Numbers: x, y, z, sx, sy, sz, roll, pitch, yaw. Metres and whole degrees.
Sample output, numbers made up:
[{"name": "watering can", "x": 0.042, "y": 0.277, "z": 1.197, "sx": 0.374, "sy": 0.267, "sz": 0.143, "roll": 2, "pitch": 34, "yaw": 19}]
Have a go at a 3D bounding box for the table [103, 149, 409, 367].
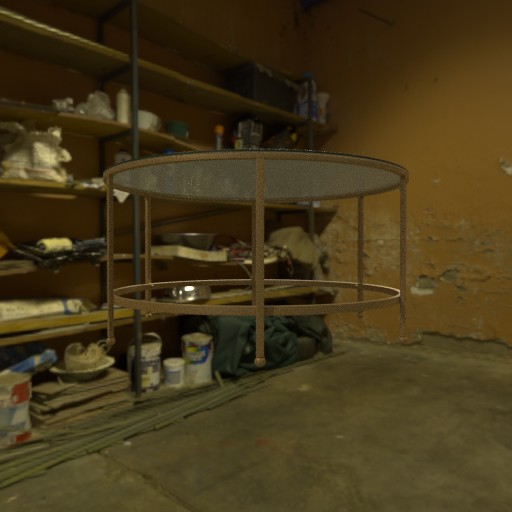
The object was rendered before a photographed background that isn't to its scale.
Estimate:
[{"name": "table", "x": 0.000, "y": 0.000, "z": 1.404, "sx": 0.914, "sy": 0.470, "sz": 0.914, "roll": 0, "pitch": 1, "yaw": 0}]
